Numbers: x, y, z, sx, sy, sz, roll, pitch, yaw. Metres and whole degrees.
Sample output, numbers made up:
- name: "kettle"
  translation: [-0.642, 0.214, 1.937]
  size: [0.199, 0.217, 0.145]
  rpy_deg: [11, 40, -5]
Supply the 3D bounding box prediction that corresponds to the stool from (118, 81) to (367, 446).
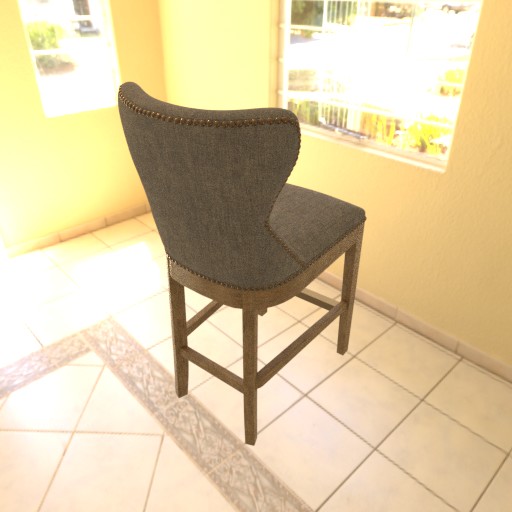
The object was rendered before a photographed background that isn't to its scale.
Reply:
- name: "stool"
  translation: [0.000, 0.000, 1.303]
  size: [0.498, 0.981, 0.608]
  rpy_deg: [22, 38, 31]
